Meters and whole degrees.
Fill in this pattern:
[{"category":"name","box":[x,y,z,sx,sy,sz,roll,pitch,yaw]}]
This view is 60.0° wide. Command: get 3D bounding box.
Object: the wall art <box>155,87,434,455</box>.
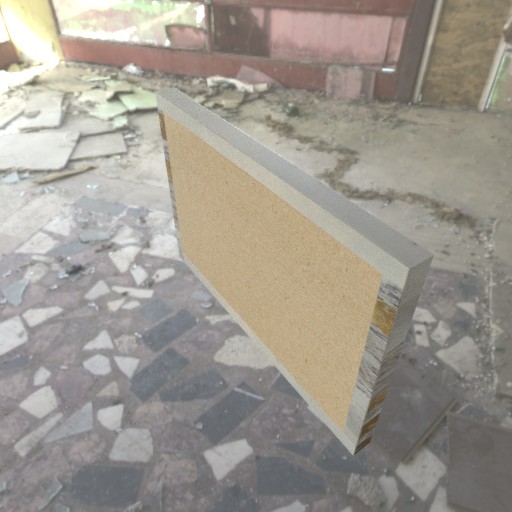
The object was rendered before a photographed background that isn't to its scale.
[{"category":"wall art","box":[0.000,0.000,0.783,0.041,0.407,0.606,-24,46,-26]}]
